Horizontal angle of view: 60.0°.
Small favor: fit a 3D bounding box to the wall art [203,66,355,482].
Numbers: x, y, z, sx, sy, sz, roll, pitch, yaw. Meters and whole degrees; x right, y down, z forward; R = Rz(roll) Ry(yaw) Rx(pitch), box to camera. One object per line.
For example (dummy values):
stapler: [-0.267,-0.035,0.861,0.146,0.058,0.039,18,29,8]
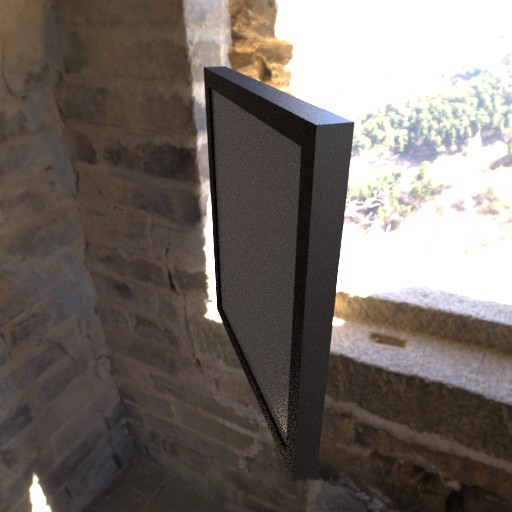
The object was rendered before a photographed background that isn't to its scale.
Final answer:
wall art: [0.000,0.000,0.526,0.029,0.381,0.330,-10,31,-16]
